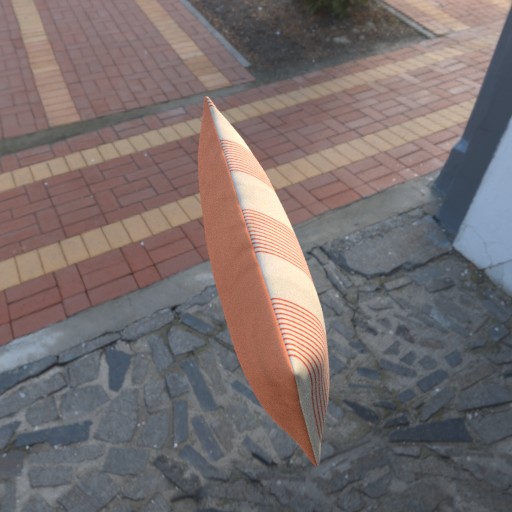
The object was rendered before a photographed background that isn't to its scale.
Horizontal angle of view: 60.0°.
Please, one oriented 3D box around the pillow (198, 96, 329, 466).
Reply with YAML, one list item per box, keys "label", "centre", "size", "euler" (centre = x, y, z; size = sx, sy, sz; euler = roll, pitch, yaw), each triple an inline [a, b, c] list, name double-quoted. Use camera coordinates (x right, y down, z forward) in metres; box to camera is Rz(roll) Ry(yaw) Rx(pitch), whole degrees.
- label: "pillow"
  centre: [0.000, 0.000, 0.746]
  size: [0.156, 0.292, 0.608]
  euler: [-9, 47, -9]
